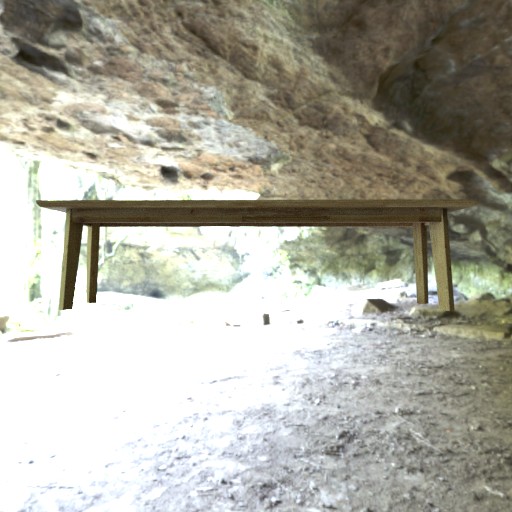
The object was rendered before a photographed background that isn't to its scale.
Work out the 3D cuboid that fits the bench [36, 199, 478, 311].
[{"bbox_3d":[0.000,0.000,1.888,1.698,0.431,0.378,0,0,1],"label":"bench"}]
